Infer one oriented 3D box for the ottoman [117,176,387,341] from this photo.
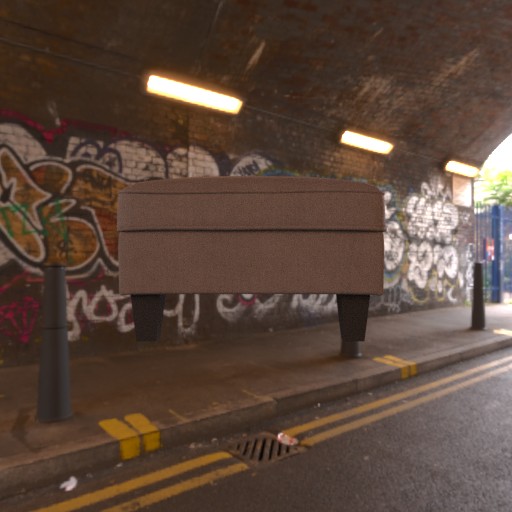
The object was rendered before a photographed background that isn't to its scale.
[{"bbox_3d":[0.000,0.000,2.014,0.751,0.470,1.764,0,0,0],"label":"ottoman"}]
